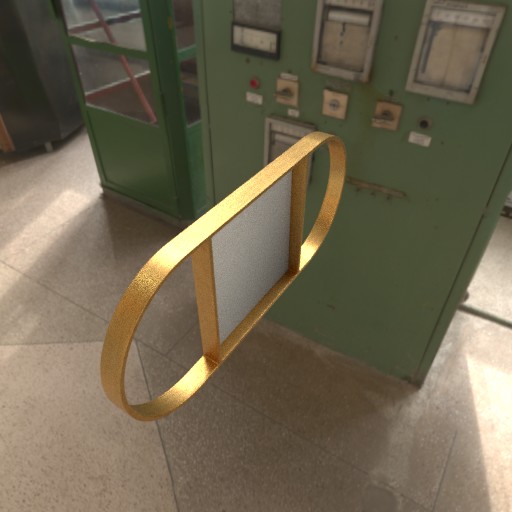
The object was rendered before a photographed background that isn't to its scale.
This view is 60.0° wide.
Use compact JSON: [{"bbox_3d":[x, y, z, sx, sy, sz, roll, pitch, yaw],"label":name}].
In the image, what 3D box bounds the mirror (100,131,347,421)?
[{"bbox_3d":[0.000,0.000,0.683,0.032,0.254,0.584,23,46,25],"label":"mirror"}]
